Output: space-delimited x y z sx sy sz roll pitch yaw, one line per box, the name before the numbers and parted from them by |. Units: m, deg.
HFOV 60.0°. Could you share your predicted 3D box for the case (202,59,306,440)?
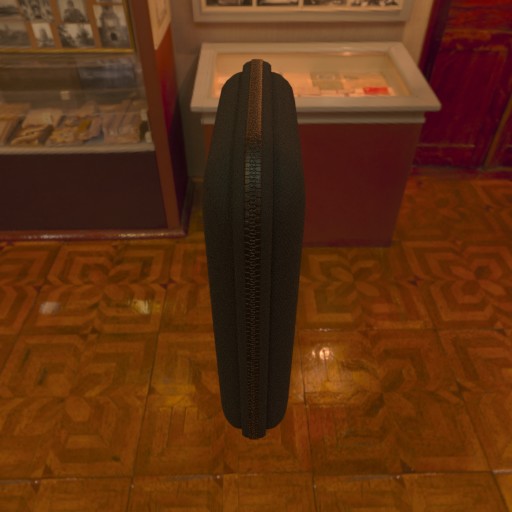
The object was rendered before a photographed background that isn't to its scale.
case | 0.000 0.000 0.191 0.030 0.147 0.107 1 42 1
